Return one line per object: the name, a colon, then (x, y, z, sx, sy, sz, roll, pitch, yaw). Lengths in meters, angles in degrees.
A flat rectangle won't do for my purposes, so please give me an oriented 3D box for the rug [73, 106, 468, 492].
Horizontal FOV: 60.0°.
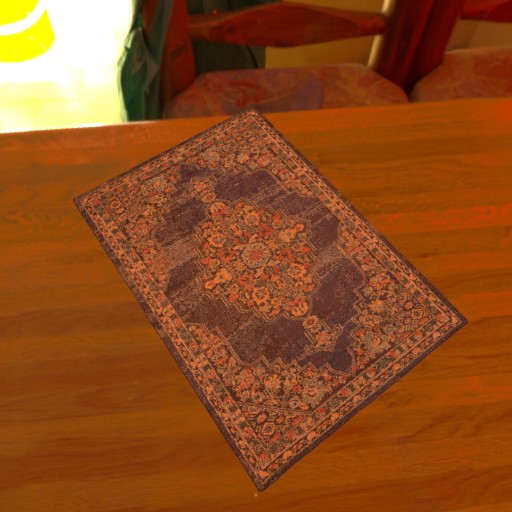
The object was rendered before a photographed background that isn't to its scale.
rug: (0.000, 0.000, 3.784, 2.053, 0.011, 2.940, -32, 66, -16)
